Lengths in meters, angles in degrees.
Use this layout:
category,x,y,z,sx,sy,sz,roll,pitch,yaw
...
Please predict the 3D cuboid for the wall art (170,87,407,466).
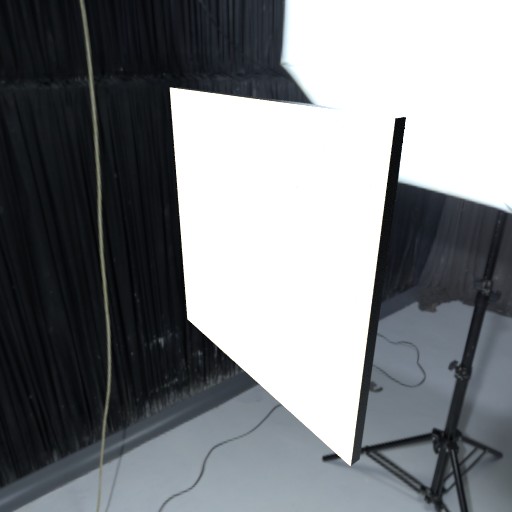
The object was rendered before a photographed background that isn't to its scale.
category,x,y,z,sx,sy,sz,roll,pitch,yaw
wall art,0.000,0.000,1.150,0.031,0.775,0.773,-17,30,-33
